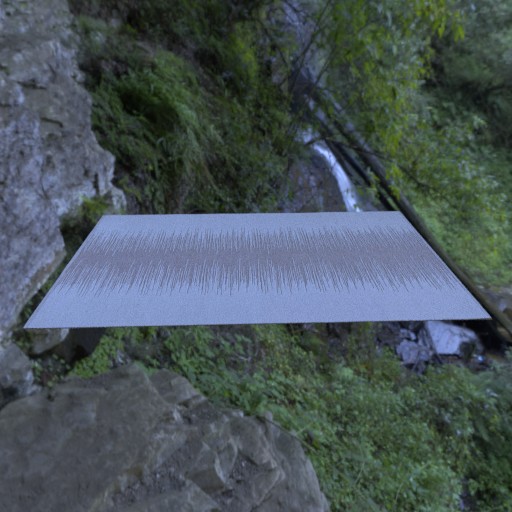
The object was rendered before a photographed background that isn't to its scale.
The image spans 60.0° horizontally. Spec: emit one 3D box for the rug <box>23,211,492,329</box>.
[{"bbox_3d":[0.000,0.000,2.969,2.440,0.012,1.522,-1,28,-2],"label":"rug"}]
